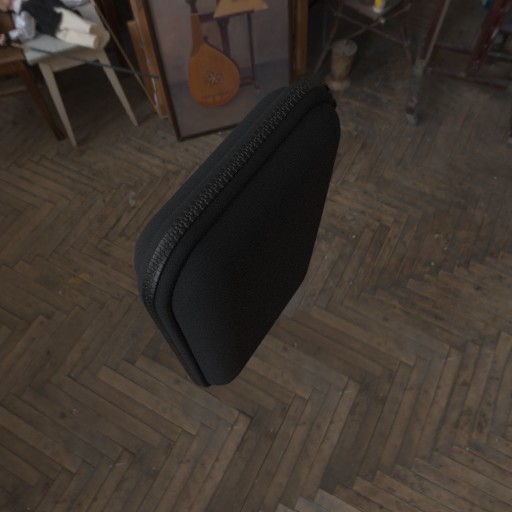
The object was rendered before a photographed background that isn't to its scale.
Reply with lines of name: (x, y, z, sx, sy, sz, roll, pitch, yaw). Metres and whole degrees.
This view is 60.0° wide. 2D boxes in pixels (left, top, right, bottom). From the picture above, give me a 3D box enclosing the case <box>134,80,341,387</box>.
case: (0.000, 0.000, 0.192, 0.030, 0.147, 0.107, 31, 67, 15)
